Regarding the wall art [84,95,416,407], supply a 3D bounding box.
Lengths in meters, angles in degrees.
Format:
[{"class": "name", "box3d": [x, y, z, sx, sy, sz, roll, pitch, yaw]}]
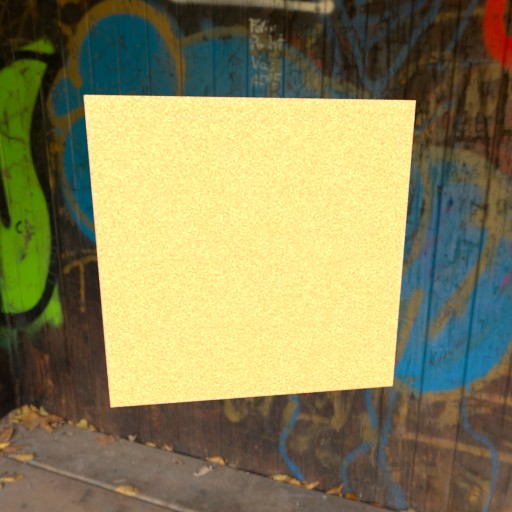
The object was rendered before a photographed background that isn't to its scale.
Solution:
[{"class": "wall art", "box3d": [0.000, 0.000, 0.601, 0.406, 0.403, 0.039, -2, 14, -8]}]
